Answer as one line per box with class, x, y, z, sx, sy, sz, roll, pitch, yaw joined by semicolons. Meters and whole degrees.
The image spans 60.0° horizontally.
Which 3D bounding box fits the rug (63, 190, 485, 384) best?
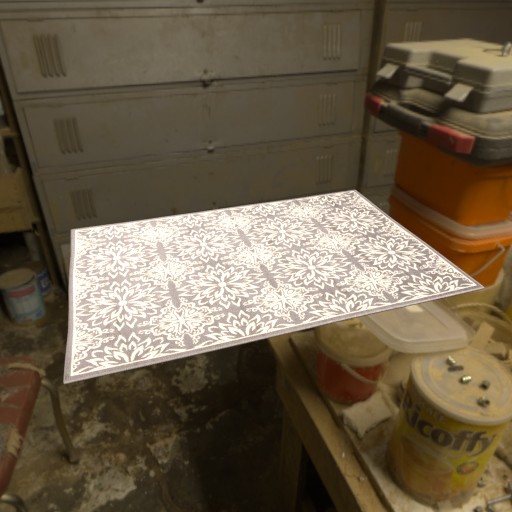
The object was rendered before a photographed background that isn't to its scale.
rug;0.000;0.000;2.312;1.847;0.012;1.224;-10;33;-16
